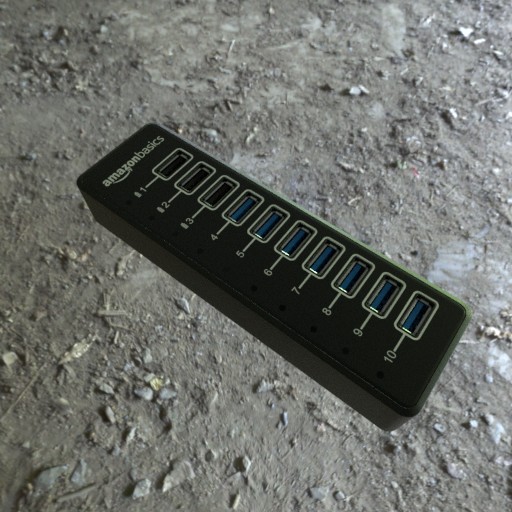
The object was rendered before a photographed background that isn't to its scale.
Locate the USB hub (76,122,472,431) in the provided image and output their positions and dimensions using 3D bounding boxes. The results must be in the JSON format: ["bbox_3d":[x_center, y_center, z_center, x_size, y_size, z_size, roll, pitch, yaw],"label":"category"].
[{"bbox_3d":[0.000,0.000,0.165,0.145,0.023,0.044,33,64,19],"label":"USB hub"}]
